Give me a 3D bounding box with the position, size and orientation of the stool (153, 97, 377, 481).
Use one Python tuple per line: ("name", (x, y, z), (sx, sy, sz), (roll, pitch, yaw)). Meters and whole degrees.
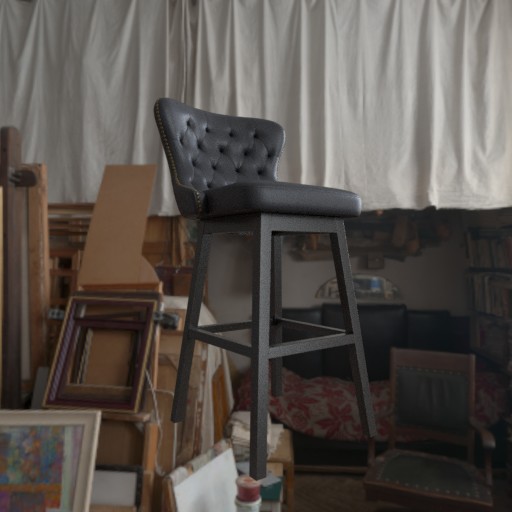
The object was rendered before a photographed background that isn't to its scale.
("stool", (0.000, 0.000, 1.408), (0.528, 1.050, 0.601), (0, 1, -36))
